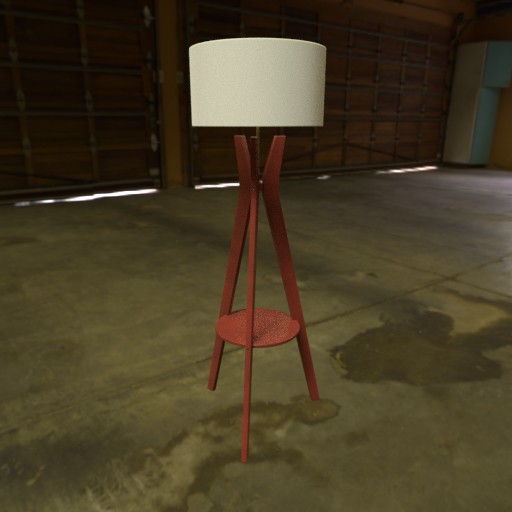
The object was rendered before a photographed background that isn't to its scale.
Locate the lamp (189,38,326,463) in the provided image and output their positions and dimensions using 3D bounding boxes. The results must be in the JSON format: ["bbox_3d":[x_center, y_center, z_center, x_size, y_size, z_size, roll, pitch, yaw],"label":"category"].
[{"bbox_3d":[0.000,0.000,1.720,0.539,1.472,0.542,3,17,9],"label":"lamp"}]
